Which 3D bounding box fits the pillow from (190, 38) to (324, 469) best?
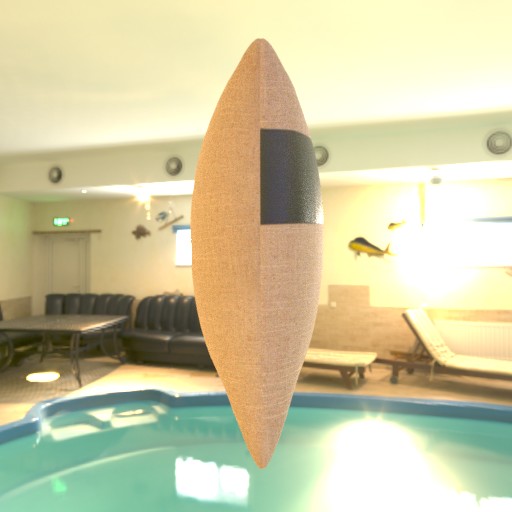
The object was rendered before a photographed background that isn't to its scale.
[{"bbox_3d":[0.000,0.000,0.610,0.173,0.399,0.414,0,-1,-1],"label":"pillow"}]
